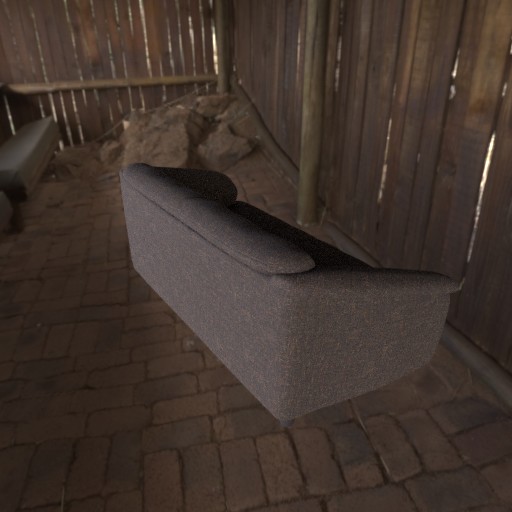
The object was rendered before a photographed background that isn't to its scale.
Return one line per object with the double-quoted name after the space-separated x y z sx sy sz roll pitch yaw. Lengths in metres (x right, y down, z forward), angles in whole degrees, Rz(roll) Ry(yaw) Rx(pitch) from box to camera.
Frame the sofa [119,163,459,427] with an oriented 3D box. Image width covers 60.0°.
0.000 0.000 2.321 0.887 0.790 1.849 -17 32 -31 "sofa"
